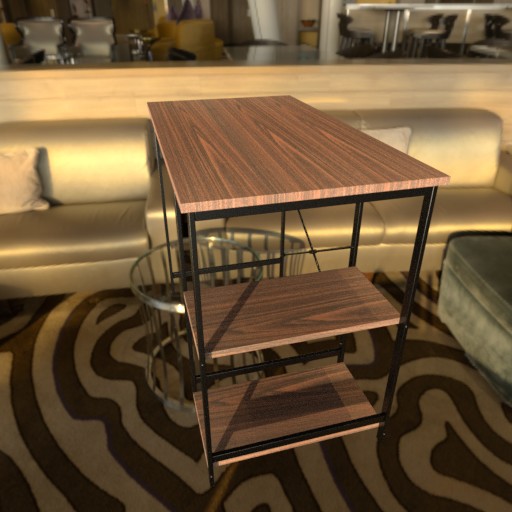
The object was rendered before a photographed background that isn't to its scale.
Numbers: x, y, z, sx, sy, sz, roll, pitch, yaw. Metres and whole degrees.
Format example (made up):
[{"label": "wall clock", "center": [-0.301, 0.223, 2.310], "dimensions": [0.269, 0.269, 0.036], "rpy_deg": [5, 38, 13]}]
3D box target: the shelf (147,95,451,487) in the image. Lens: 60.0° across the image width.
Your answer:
[{"label": "shelf", "center": [0.000, 0.000, 1.323], "dimensions": [0.498, 0.750, 0.902], "rpy_deg": [-8, 30, -13]}]
